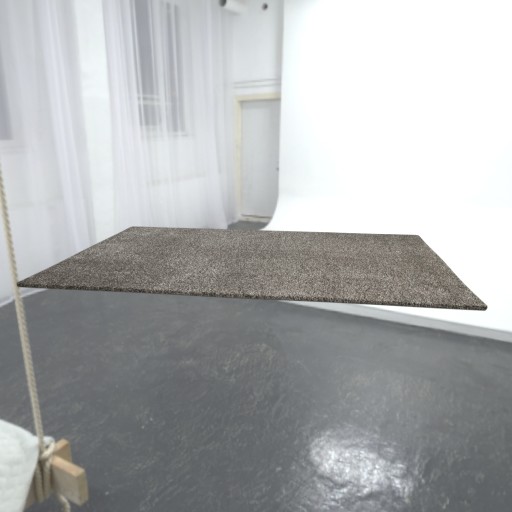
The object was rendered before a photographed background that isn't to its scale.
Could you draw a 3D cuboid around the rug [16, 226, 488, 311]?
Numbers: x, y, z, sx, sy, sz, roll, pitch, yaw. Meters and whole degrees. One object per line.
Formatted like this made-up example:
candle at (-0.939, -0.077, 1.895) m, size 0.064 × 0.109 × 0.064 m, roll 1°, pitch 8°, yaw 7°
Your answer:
rug at (0.000, 0.000, 2.897) m, size 2.352 × 0.025 × 1.501 m, roll 2°, pitch 16°, yaw 8°
